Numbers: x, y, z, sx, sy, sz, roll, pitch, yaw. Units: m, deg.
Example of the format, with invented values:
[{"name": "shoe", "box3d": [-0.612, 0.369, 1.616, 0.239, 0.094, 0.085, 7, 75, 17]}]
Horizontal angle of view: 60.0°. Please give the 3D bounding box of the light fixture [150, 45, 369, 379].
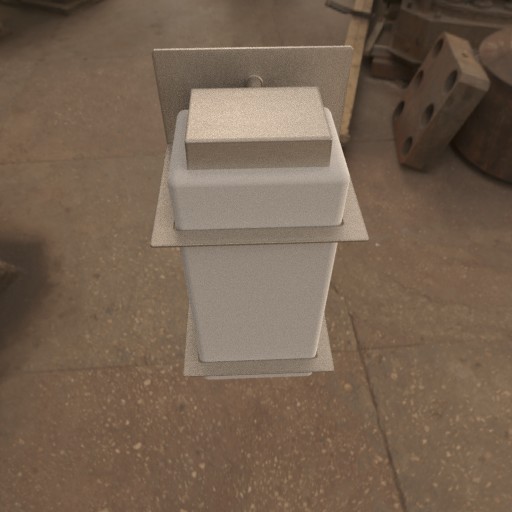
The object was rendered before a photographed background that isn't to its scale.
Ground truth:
[{"name": "light fixture", "box3d": [0.000, 0.000, 0.468, 0.168, 0.380, 0.160, -2, 47, -2]}]
